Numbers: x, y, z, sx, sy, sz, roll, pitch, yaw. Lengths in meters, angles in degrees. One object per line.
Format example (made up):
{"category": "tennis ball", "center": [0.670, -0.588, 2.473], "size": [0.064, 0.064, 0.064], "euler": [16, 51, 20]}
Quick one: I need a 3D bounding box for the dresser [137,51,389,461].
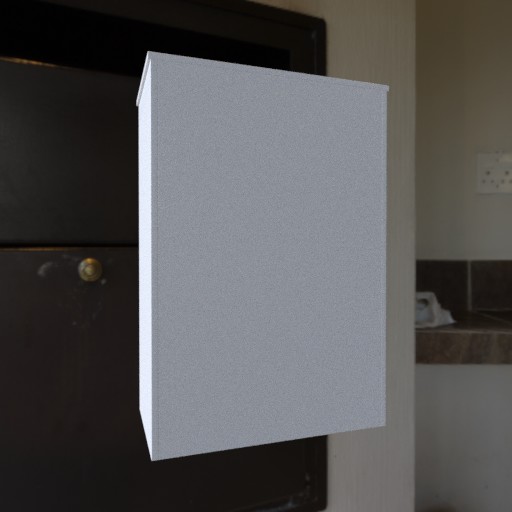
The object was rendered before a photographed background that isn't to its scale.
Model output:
{"category": "dresser", "center": [0.000, 0.000, 1.406], "size": [0.704, 1.021, 0.401], "euler": [0, 1, -19]}
